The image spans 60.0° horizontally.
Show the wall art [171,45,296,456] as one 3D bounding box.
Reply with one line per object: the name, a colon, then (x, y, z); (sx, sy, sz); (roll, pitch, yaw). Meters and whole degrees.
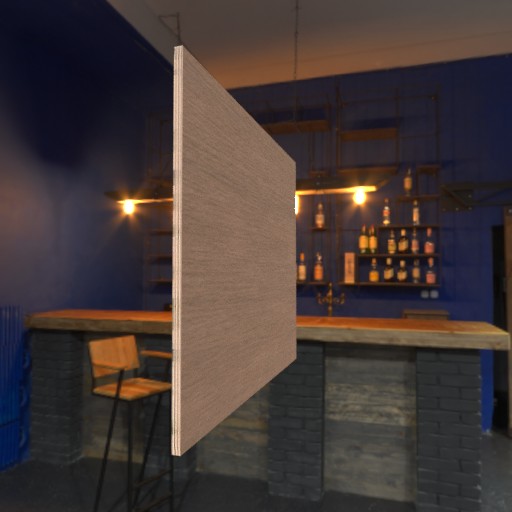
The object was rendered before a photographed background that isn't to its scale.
wall art: (0.000, 0.000, 0.683); (0.010, 0.408, 0.508); (-1, -2, 18)
